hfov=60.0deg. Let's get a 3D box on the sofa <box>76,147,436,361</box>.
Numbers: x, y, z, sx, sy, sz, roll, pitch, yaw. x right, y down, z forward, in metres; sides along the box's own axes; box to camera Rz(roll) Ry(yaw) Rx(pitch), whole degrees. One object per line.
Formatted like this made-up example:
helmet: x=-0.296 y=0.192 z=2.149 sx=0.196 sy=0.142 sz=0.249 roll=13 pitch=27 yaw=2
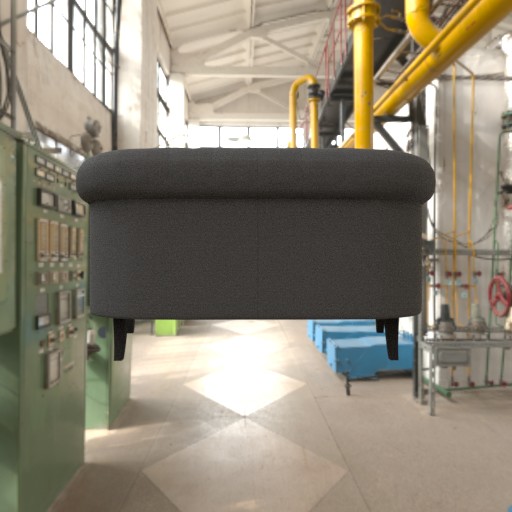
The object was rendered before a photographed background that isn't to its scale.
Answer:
sofa: x=0.000 y=0.000 z=2.017 sx=1.558 sy=0.827 sz=0.835 roll=0 pitch=0 yaw=0
